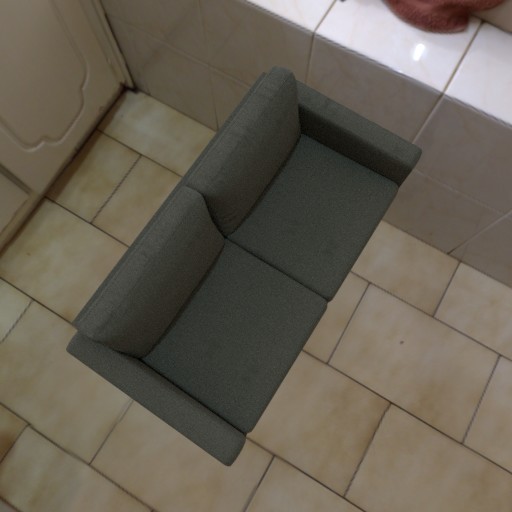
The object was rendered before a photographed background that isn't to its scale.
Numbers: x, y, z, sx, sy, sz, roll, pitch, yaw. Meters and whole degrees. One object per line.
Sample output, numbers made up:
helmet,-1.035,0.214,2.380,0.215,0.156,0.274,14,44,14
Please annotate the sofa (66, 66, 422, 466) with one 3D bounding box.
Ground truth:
sofa,0.000,0.000,2.263,0.889,0.897,1.730,32,77,8
